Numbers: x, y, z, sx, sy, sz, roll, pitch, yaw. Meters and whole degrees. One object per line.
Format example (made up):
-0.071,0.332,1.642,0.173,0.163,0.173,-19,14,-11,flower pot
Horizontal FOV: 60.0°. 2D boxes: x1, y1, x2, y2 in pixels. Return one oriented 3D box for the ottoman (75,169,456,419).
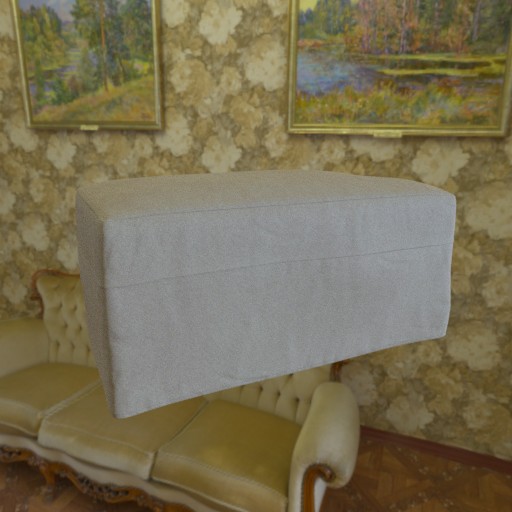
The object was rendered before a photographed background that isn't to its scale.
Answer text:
0.000,0.000,1.186,0.872,0.444,0.590,-7,16,-25,ottoman
